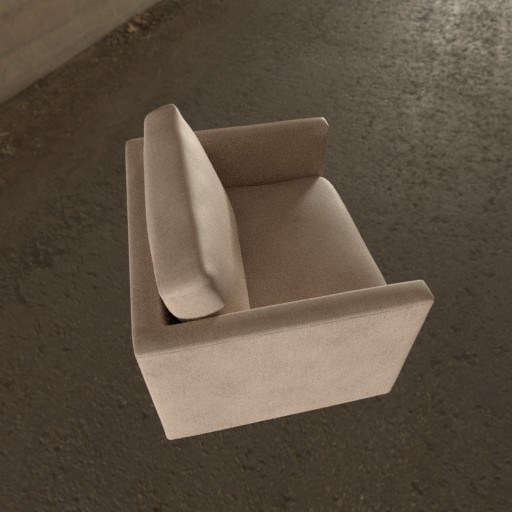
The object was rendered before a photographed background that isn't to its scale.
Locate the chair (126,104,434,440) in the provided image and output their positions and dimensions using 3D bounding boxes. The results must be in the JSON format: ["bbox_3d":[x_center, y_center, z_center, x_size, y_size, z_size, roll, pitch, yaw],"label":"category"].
[{"bbox_3d":[0.000,0.000,1.858,0.959,0.961,1.133,-9,48,-8],"label":"chair"}]
